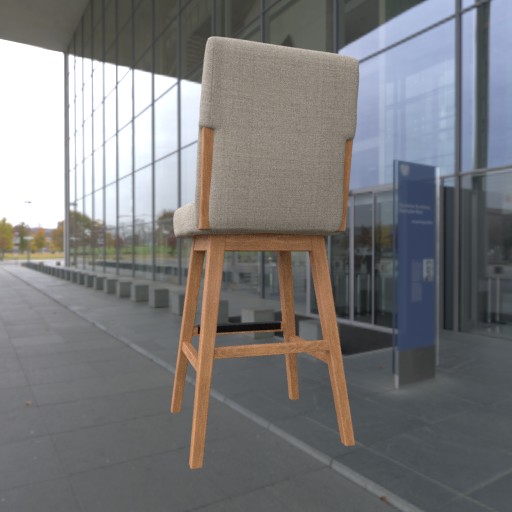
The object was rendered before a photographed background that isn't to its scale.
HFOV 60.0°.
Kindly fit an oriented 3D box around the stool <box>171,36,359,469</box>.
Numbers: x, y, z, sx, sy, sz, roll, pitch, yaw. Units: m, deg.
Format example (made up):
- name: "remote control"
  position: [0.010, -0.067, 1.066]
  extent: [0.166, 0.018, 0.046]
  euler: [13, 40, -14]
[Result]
- name: "stool"
  position: [0.000, 0.000, 1.412]
  extent: [0.483, 1.106, 0.569]
  euler: [0, 1, -17]
